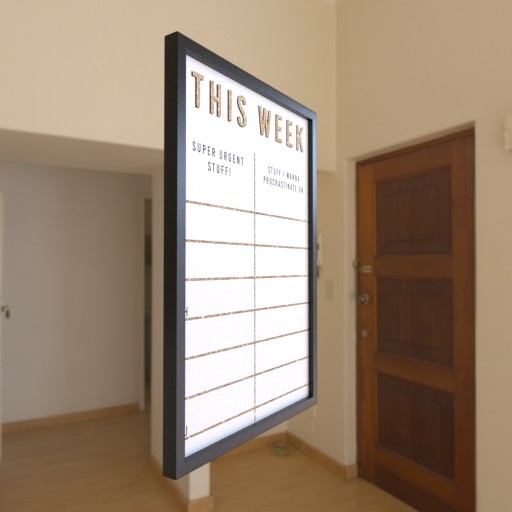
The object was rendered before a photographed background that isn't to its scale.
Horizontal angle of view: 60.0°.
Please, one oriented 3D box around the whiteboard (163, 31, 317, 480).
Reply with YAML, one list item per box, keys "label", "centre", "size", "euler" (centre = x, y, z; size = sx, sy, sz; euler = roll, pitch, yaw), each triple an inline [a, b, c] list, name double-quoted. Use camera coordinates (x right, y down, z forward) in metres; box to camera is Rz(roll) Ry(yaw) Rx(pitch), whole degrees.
- label: "whiteboard"
  centre: [0.000, 0.000, 0.772]
  size: [0.026, 0.611, 0.406]
  euler: [-1, -1, 35]
